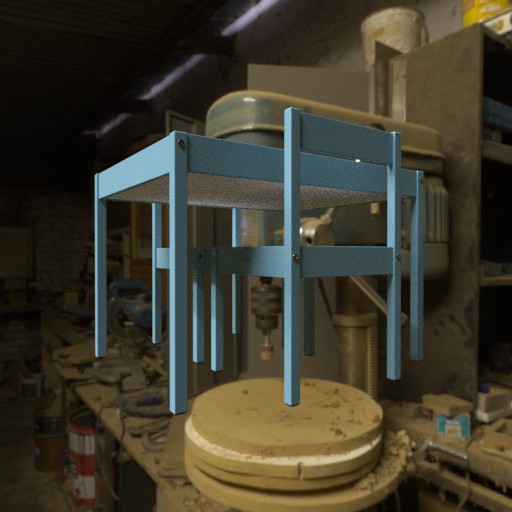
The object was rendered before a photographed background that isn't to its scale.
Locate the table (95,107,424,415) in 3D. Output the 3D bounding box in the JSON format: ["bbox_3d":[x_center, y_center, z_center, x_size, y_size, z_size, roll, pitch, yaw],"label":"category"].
[{"bbox_3d":[0.000,0.000,1.081,0.639,0.503,0.633,0,1,-34],"label":"table"}]
